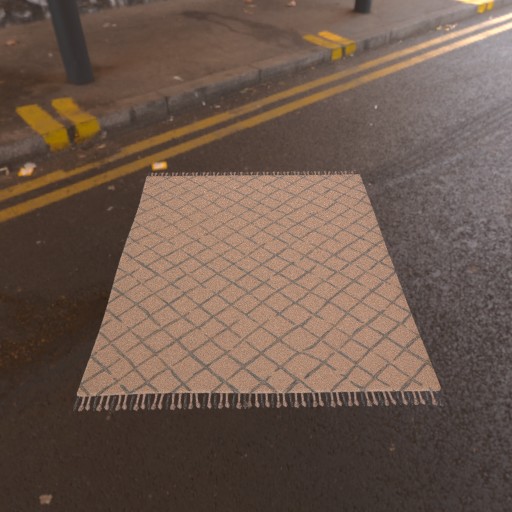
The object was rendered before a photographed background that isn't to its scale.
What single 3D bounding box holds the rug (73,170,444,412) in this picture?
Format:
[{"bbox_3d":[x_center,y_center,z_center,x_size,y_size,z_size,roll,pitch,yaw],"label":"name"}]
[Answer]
[{"bbox_3d":[0.000,0.000,4.757,2.892,0.036,3.585,-1,41,-1],"label":"rug"}]
